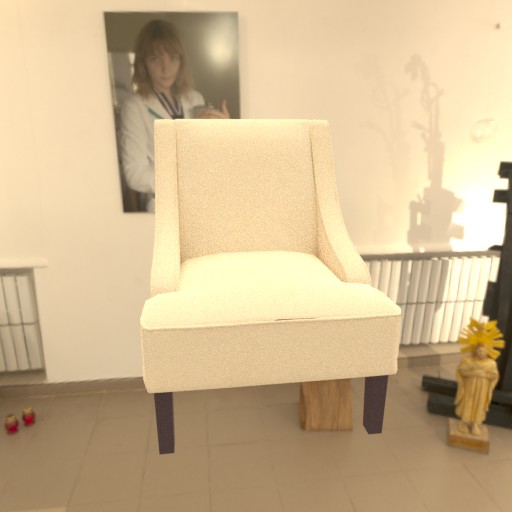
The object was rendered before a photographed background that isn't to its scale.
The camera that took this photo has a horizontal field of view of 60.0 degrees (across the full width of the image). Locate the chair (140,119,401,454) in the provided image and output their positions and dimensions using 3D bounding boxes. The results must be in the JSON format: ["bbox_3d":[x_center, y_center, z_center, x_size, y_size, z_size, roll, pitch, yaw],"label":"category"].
[{"bbox_3d":[0.000,0.000,1.473,0.689,0.886,0.806,-2,16,-8],"label":"chair"}]
